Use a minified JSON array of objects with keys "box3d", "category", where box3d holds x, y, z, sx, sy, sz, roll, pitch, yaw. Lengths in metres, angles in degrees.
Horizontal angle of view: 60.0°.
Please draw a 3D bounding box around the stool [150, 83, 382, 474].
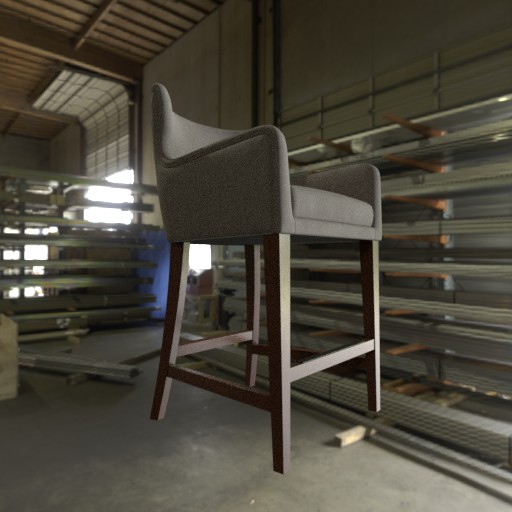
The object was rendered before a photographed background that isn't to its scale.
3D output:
[{"box3d":[0.000,0.000,1.342,0.575,0.951,0.575,0,0,38],"category":"stool"}]
